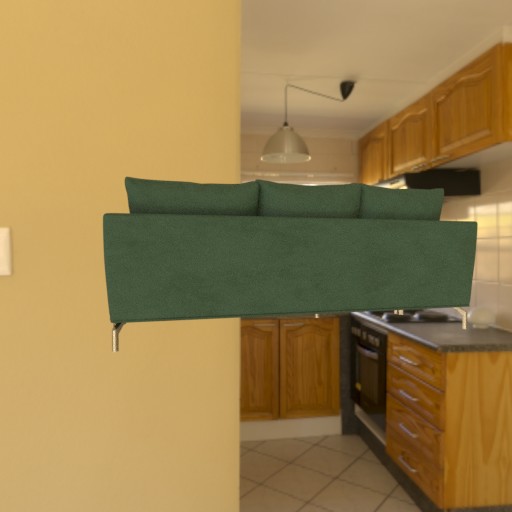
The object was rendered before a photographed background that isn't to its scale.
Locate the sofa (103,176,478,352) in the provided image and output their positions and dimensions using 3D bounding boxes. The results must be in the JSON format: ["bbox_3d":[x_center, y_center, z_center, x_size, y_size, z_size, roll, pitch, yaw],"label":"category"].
[{"bbox_3d":[0.000,0.000,3.861,2.452,1.004,2.468,0,1,-17],"label":"sofa"}]
